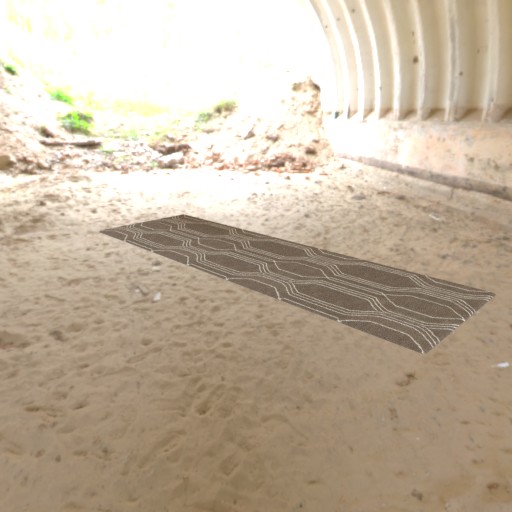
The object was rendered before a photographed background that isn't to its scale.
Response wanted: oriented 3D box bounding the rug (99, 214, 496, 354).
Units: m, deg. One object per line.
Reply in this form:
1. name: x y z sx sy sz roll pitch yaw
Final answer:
1. rug: 0.000 0.000 2.678 2.464 0.012 0.773 17 24 42
